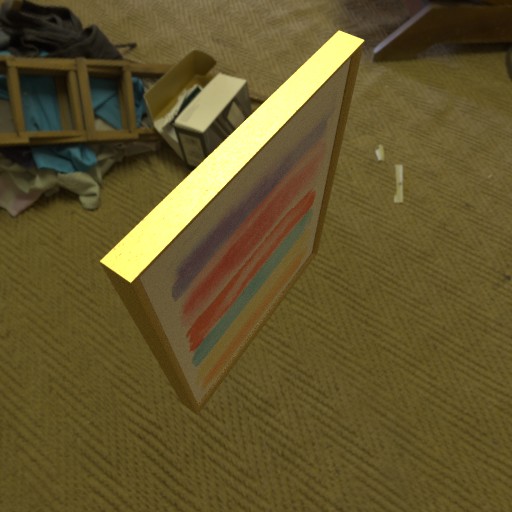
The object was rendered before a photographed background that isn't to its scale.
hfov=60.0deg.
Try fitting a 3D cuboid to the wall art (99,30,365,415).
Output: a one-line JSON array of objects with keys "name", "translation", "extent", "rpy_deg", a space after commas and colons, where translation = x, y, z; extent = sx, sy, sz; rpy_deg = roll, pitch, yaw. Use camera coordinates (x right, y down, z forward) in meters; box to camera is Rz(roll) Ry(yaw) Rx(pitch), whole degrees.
[{"name": "wall art", "translation": [0.000, 0.000, 0.871], "extent": [0.048, 0.642, 0.537], "rpy_deg": [31, 63, 18]}]
